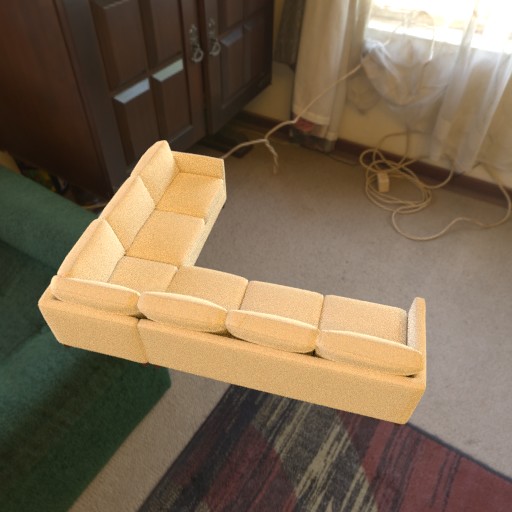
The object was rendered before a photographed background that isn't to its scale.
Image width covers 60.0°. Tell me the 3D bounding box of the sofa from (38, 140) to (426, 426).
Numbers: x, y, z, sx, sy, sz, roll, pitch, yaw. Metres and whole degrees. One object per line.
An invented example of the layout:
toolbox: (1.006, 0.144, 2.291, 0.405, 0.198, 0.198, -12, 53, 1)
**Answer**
sofa: (0.000, 0.000, 4.577, 3.302, 0.947, 2.593, 10, 47, 10)
